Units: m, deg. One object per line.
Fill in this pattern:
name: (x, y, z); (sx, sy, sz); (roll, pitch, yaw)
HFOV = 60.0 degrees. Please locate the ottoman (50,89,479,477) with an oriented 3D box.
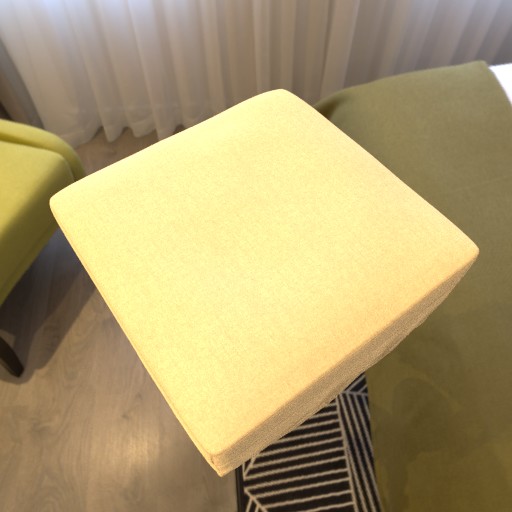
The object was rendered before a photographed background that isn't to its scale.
ottoman: (0.000, 0.000, 1.293); (0.843, 0.436, 0.840); (-32, 62, -19)
